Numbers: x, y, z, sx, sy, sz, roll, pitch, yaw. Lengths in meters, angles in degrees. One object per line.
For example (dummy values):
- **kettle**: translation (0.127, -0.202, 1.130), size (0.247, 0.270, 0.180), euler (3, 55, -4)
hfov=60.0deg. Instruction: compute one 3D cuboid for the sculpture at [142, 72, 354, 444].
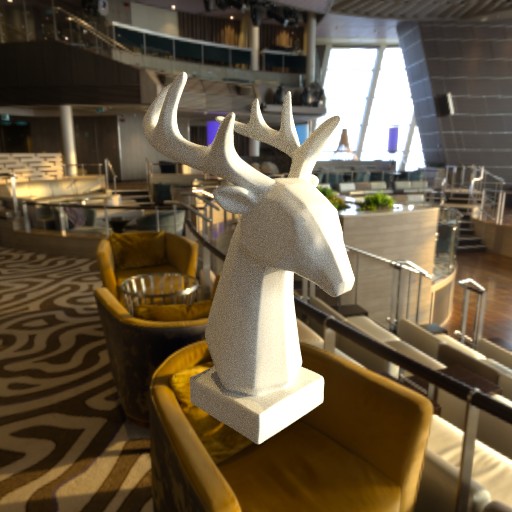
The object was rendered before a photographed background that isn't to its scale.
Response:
- **sculpture**: translation (0.000, 0.000, 0.445), size (0.224, 0.329, 0.174), euler (12, 18, 43)
